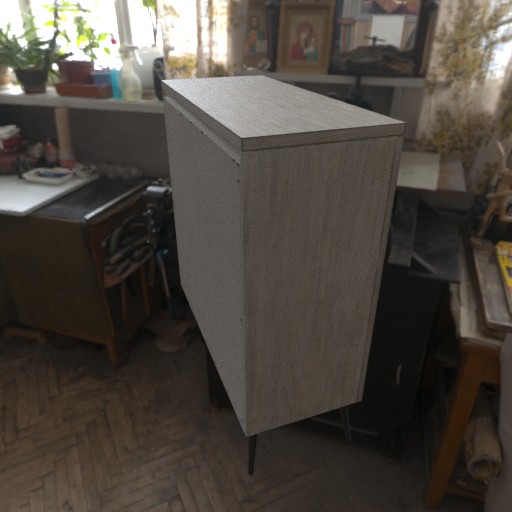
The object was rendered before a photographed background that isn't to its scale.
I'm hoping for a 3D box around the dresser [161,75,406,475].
[{"bbox_3d":[0.000,0.000,1.776,0.457,1.219,1.016,-10,31,-18],"label":"dresser"}]
